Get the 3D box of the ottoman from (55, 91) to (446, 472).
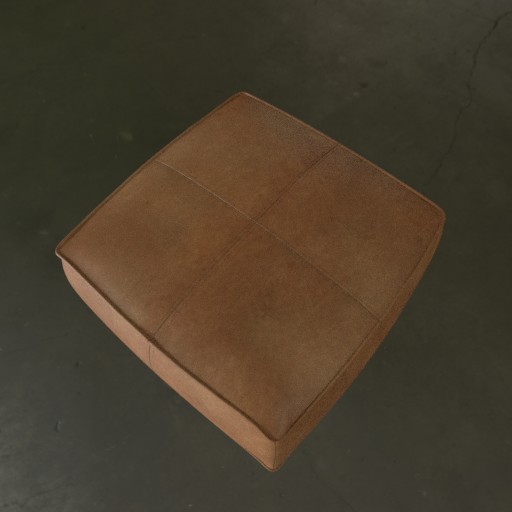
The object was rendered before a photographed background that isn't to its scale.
[{"bbox_3d":[0.000,0.000,1.379,0.901,0.395,0.902,36,68,17],"label":"ottoman"}]
